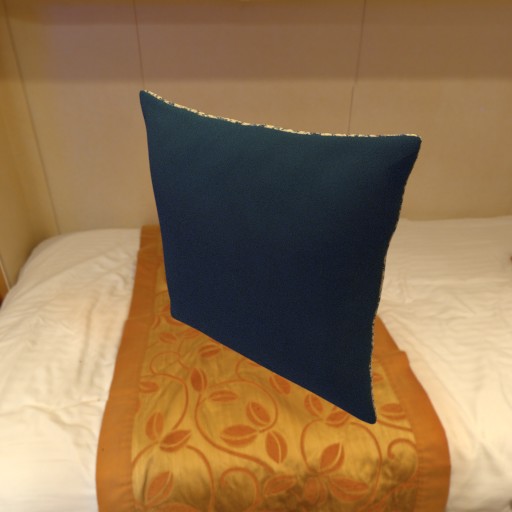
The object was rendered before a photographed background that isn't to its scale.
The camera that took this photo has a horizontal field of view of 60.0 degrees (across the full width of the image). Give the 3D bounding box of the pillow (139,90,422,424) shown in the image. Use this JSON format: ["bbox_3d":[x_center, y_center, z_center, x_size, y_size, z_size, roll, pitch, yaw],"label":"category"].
[{"bbox_3d":[0.000,0.000,0.788,0.523,0.510,0.166,21,36,32],"label":"pillow"}]
